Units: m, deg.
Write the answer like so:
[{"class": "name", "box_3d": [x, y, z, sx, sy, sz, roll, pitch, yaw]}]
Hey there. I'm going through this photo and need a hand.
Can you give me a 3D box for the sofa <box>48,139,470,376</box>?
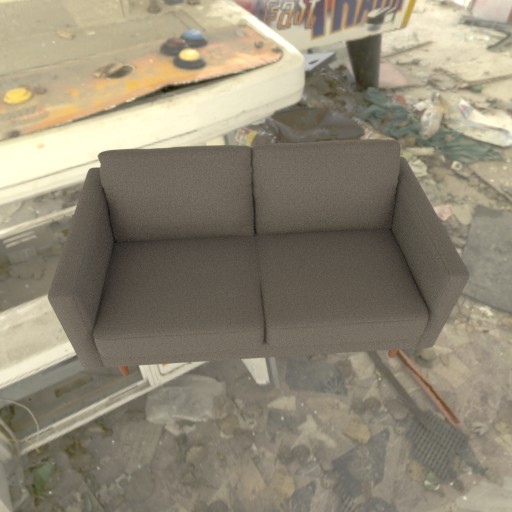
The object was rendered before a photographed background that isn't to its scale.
[{"class": "sofa", "box_3d": [0.000, 0.000, 2.217, 1.713, 0.866, 0.940, -3, 46, -3]}]
